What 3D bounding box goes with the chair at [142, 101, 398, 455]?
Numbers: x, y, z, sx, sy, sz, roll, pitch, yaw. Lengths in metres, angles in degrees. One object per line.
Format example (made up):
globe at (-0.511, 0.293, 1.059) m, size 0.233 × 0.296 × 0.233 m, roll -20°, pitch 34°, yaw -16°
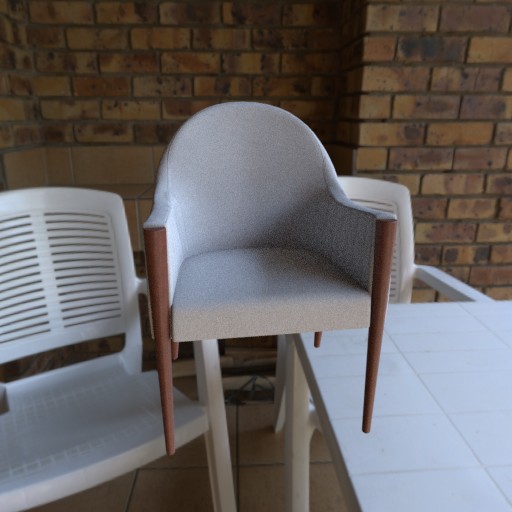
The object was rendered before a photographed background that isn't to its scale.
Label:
chair at (0.000, 0.000, 1.325) m, size 0.610 × 0.889 × 0.620 m, roll -3°, pitch 18°, yaw -8°
